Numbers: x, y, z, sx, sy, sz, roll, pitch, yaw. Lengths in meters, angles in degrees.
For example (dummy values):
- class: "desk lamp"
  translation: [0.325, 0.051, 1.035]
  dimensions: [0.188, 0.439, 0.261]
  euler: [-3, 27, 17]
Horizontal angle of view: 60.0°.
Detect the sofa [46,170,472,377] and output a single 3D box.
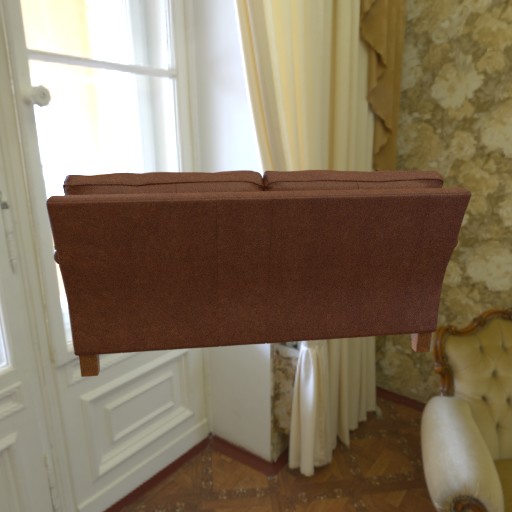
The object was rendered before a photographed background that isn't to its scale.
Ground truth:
- class: "sofa"
  translation: [0.000, 0.000, 2.731]
  dimensions: [2.144, 1.071, 1.147]
  euler: [-2, 16, -8]
